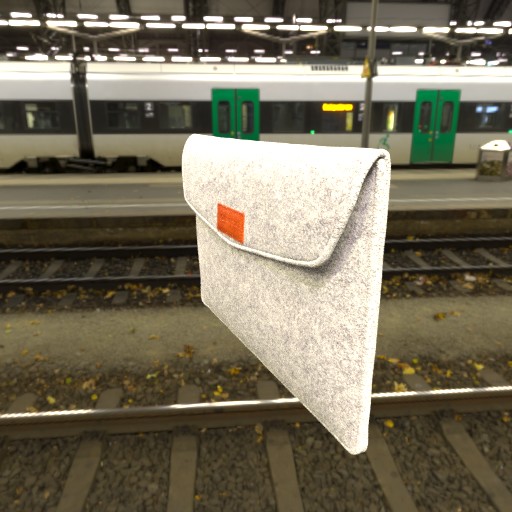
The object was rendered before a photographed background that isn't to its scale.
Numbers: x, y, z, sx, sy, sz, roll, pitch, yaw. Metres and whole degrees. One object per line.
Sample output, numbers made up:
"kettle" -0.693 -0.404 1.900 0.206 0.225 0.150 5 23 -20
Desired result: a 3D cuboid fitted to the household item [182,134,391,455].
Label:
"household item" 0.000 0.000 0.432 0.057 0.221 0.335 -8 19 -25
